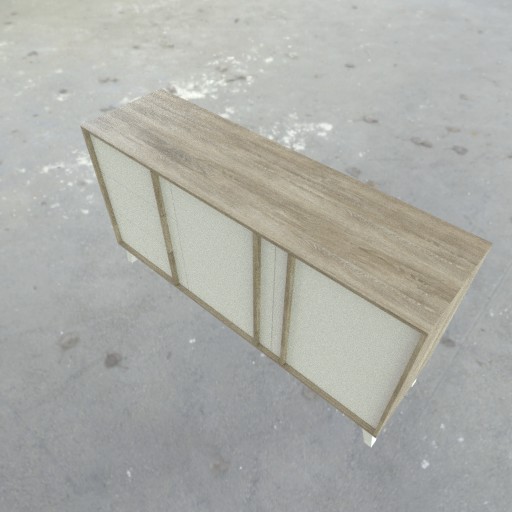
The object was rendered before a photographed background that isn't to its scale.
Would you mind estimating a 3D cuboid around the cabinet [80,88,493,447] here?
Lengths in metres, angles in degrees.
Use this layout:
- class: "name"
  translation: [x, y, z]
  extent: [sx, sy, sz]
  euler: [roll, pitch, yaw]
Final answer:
- class: "cabinet"
  translation: [0.000, 0.000, 1.965]
  extent: [1.600, 0.870, 0.450]
  euler: [32, 55, 27]
